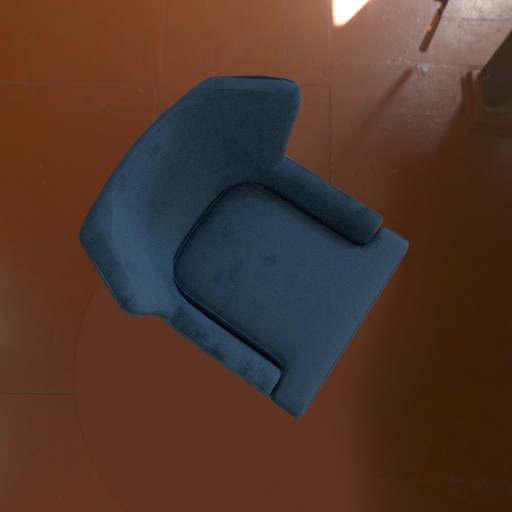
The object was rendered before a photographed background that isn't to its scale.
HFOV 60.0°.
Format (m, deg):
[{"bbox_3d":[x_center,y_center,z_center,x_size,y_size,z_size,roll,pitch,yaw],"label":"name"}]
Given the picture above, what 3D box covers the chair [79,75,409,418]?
[{"bbox_3d":[0.000,0.000,1.625,0.910,0.952,0.793,34,79,8],"label":"chair"}]
